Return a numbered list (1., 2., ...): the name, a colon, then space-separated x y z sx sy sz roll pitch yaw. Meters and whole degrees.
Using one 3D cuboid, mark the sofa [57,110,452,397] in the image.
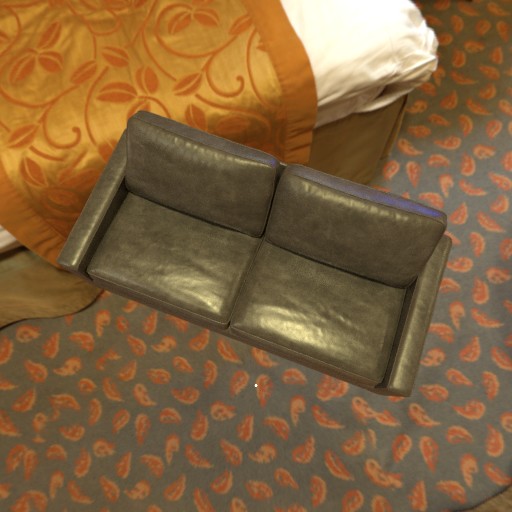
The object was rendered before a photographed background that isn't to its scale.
1. sofa: 0.000 0.000 2.605 2.081 0.916 0.939 20 75 6
